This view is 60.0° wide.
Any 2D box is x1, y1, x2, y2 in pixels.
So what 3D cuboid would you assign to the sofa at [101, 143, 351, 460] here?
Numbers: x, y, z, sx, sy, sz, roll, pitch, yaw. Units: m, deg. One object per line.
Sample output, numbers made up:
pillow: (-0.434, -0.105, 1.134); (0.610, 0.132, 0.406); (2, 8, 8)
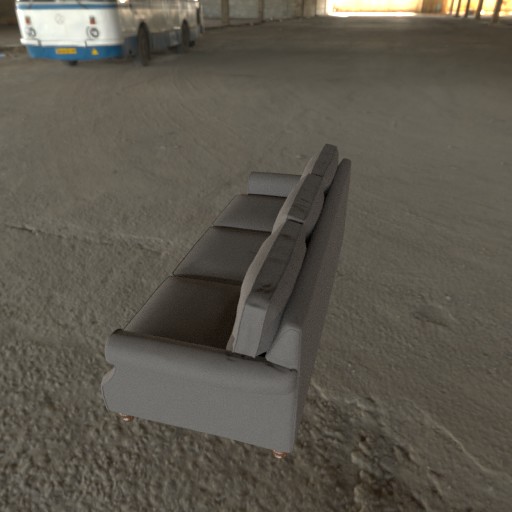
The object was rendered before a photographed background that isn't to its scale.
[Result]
sofa: (0.000, 0.000, 2.831); (0.966, 0.948, 2.353); (8, 31, 13)
